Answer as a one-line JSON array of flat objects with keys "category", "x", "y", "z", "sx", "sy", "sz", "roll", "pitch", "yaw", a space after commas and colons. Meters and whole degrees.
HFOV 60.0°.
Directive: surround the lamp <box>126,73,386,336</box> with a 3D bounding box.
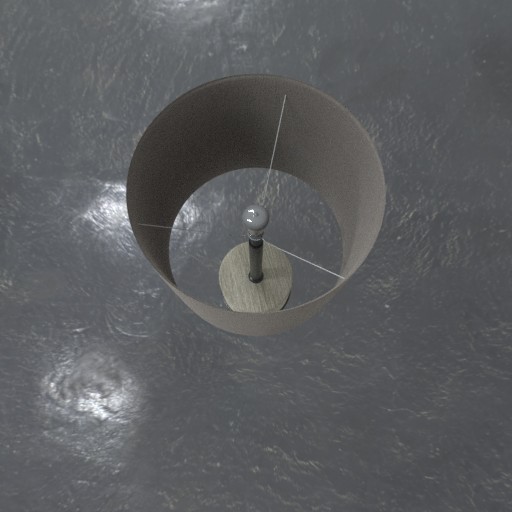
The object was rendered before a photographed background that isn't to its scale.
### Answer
[{"category": "lamp", "x": 0.000, "y": 0.000, "z": 0.613, "sx": 0.229, "sy": 0.470, "sz": 0.229, "roll": -14, "pitch": 75, "yaw": -4}]
